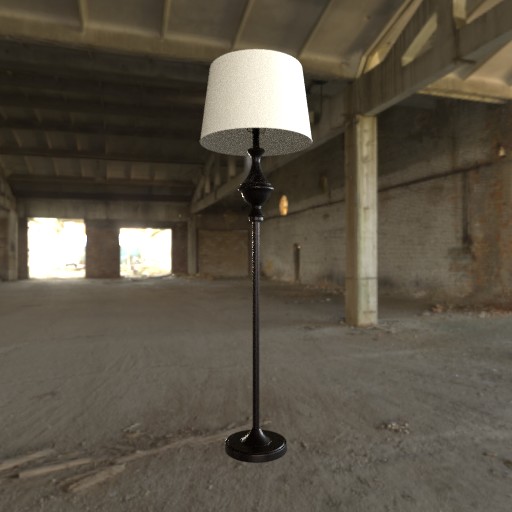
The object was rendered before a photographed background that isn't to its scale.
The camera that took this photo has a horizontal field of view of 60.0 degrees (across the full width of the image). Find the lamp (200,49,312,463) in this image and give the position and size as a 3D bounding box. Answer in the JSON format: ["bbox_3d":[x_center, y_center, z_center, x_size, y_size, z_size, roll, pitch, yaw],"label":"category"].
[{"bbox_3d":[0.000,0.000,1.709,0.431,1.484,0.431,0,0,0],"label":"lamp"}]
